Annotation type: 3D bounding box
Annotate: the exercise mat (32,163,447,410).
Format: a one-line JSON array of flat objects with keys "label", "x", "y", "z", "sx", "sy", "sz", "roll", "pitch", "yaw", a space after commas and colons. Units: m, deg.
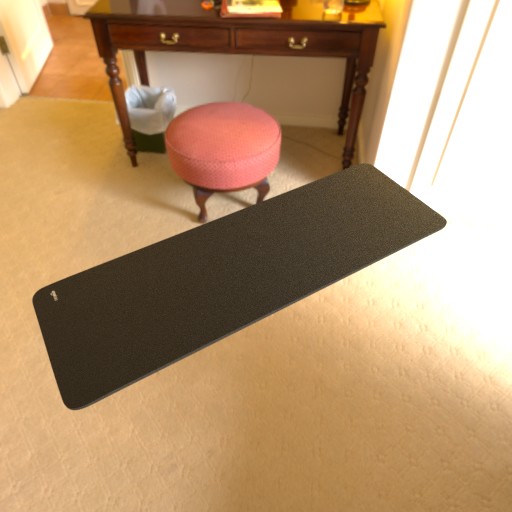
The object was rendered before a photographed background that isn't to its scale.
[{"label": "exercise mat", "x": 0.000, "y": 0.000, "z": 2.018, "sx": 1.869, "sy": 0.021, "sz": 0.616, "roll": -24, "pitch": 51, "yaw": -21}]
